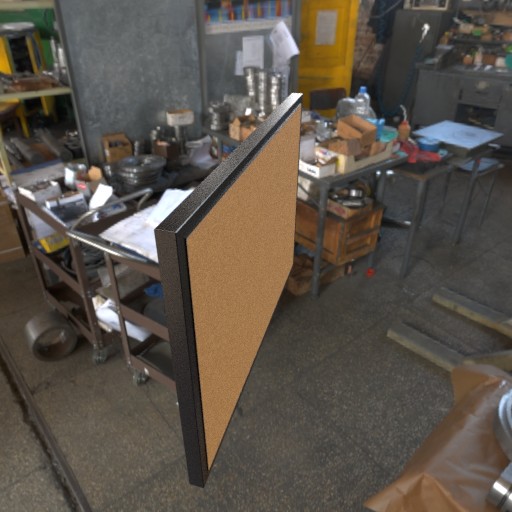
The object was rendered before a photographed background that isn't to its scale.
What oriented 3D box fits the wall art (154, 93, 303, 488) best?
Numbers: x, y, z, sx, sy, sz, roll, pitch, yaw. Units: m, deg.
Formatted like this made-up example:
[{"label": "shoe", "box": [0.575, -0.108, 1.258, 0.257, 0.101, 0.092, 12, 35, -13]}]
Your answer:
[{"label": "wall art", "box": [0.000, 0.000, 0.841, 0.027, 0.458, 0.657, 9, 33, 14]}]
